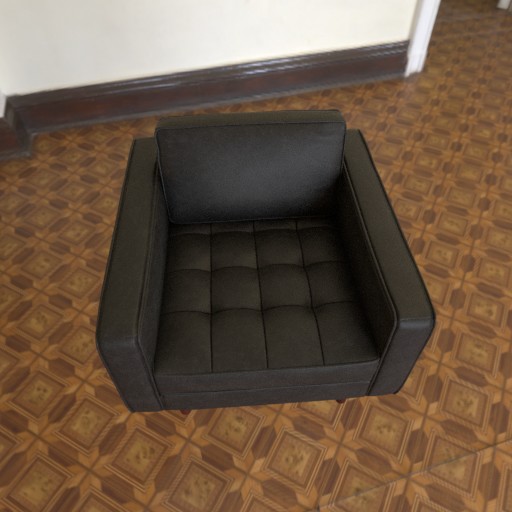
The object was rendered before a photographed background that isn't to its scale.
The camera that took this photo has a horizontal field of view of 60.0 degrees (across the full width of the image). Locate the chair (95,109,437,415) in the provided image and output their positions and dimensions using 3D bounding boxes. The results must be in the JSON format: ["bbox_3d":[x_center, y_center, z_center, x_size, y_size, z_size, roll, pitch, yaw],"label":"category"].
[{"bbox_3d":[0.000,0.000,1.539,0.889,0.763,0.914,-3,48,-3],"label":"chair"}]
